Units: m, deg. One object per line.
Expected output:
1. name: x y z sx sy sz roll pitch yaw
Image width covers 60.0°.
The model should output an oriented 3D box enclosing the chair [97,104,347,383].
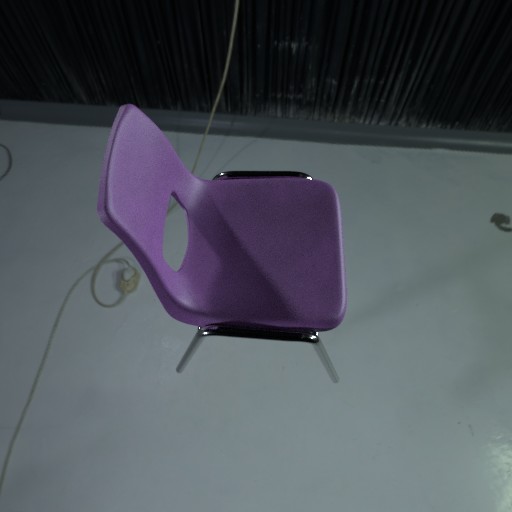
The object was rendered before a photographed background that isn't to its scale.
1. chair: 0.000 0.000 0.921 0.432 0.654 0.381 2 63 1
